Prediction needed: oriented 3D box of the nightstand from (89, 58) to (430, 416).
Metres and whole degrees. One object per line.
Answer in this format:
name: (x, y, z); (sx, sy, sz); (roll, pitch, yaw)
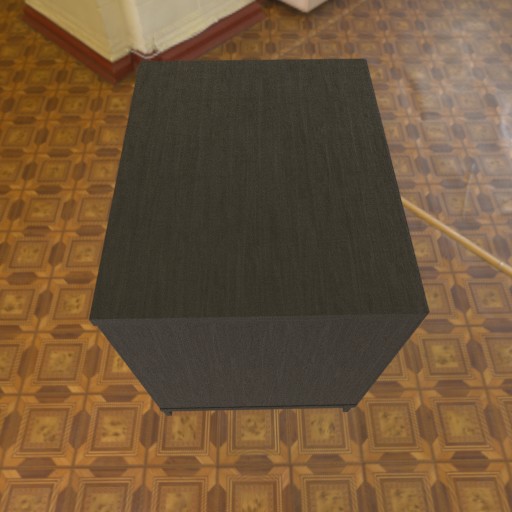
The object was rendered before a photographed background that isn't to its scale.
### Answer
nightstand: (0.000, 0.000, 0.752); (0.347, 0.448, 0.427); (-1, 58, -1)
